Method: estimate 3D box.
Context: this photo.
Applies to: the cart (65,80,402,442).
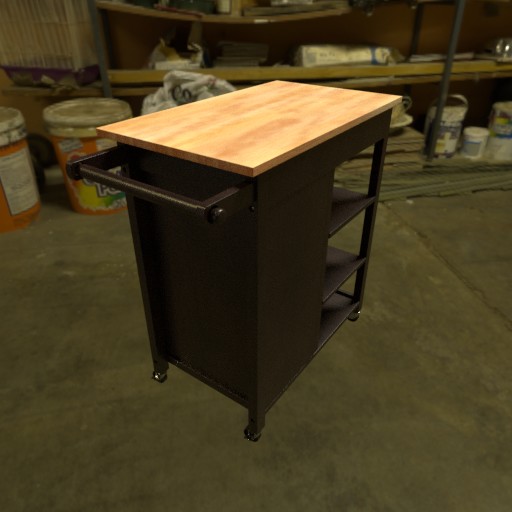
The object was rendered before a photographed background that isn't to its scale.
[{"bbox_3d":[0.000,0.000,1.406,0.472,0.878,0.914,20,37,30],"label":"cart"}]
